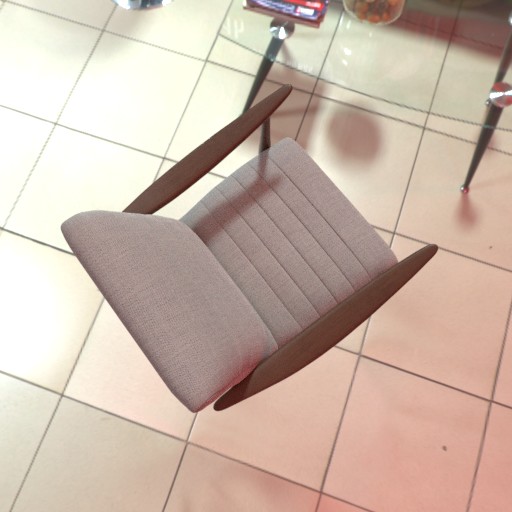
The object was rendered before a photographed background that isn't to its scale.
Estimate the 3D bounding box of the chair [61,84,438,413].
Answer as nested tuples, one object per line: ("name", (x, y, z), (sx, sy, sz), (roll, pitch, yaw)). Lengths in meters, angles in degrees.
("chair", (0.000, 0.000, 1.450), (0.798, 0.832, 0.741), (-37, 79, -9))
